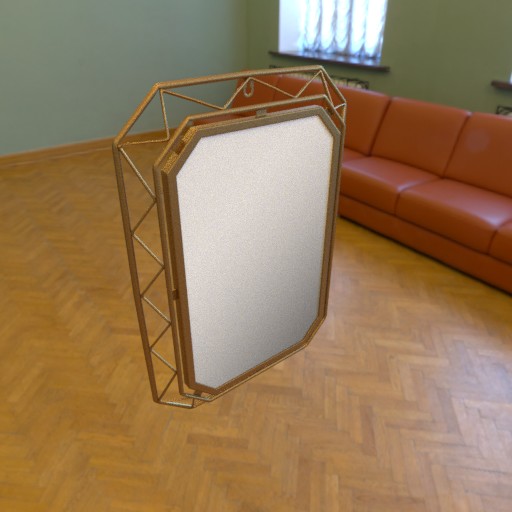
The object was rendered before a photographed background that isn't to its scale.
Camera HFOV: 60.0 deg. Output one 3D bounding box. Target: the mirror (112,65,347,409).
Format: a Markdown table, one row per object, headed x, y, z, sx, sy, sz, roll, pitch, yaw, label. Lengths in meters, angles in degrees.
| x | y | z | sx | sy | sz | roll | pitch | yaw | label |
| --- | --- | --- | --- | --- | --- | --- | --- | --- | --- |
| 0.000 | 0.000 | 0.732 | 0.417 | 0.566 | 0.042 | -21 | 36 | -32 | mirror |
